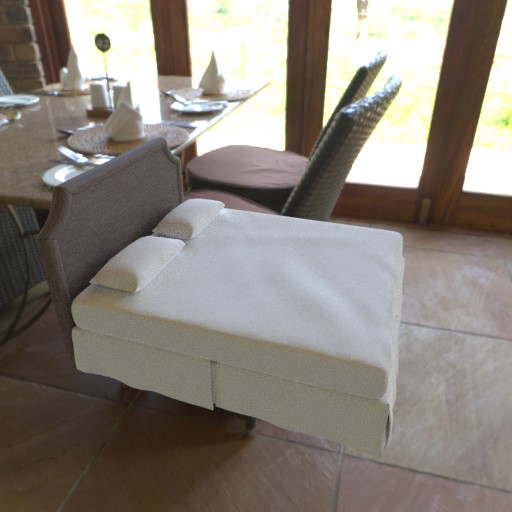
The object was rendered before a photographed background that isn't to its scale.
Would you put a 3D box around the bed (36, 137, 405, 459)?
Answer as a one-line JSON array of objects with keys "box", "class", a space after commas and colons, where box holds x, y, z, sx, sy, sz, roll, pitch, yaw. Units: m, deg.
[{"box": [0.000, 0.000, 4.078, 2.773, 1.590, 2.350, 9, 31, 16], "class": "bed"}]
